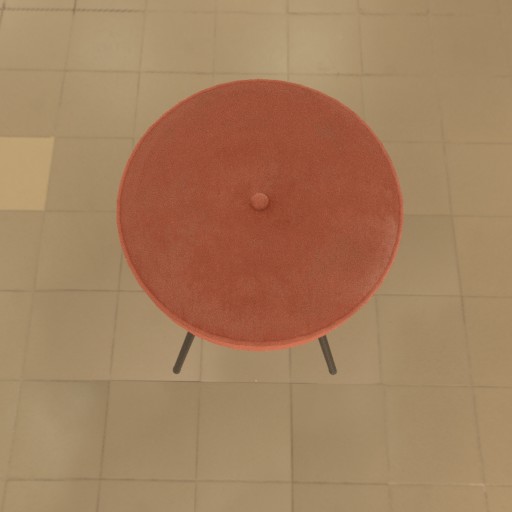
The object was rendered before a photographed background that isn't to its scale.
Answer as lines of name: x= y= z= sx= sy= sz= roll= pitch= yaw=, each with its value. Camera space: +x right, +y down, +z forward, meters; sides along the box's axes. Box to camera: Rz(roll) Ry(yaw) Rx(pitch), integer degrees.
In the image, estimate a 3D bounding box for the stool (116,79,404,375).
stool: x=0.000 y=0.000 z=0.899 sx=0.421 sy=0.593 sz=0.457 roll=0 pitch=74 yaw=0
